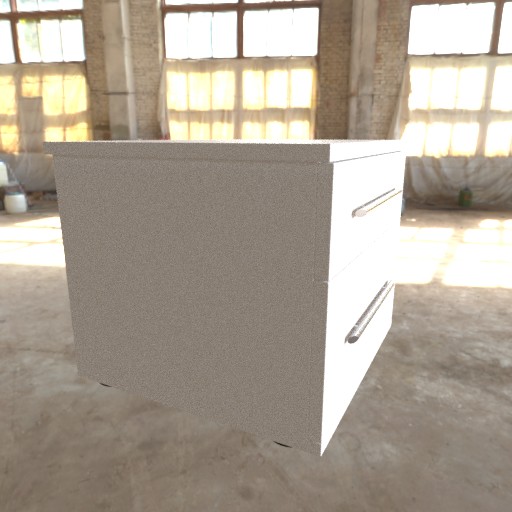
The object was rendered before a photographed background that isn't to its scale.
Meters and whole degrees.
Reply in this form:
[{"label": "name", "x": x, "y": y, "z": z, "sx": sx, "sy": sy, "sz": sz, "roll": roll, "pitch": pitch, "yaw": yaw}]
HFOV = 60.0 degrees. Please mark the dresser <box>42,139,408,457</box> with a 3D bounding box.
[{"label": "dresser", "x": 0.000, "y": 0.000, "z": 0.715, "sx": 0.400, "sy": 0.360, "sz": 0.430, "roll": 8, "pitch": 17, "yaw": 26}]
